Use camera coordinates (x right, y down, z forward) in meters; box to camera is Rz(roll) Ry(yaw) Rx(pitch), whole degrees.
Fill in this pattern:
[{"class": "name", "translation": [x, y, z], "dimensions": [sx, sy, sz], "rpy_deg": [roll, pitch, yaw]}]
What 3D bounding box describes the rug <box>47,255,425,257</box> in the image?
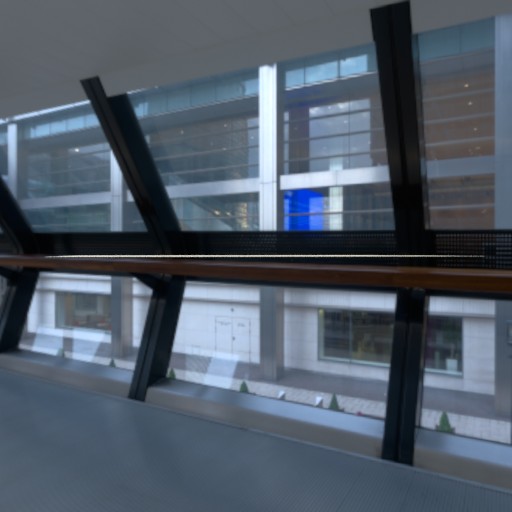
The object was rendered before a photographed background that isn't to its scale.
[{"class": "rug", "translation": [0.000, 0.000, 3.061], "dimensions": [2.453, 0.003, 1.519], "rpy_deg": [0, 0, -17]}]
